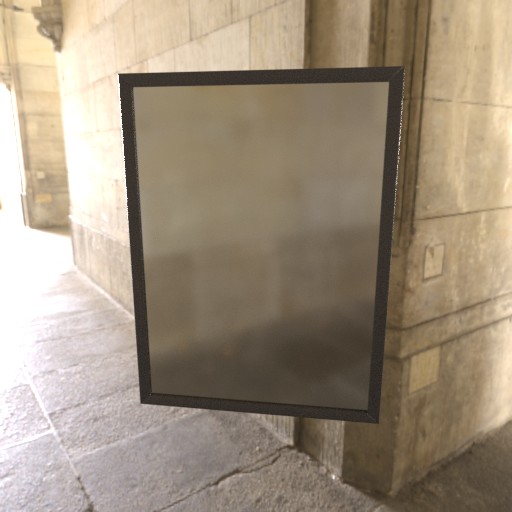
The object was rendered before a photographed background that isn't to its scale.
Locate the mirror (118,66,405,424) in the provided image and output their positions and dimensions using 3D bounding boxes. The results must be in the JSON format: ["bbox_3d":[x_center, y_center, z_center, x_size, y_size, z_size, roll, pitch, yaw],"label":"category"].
[{"bbox_3d":[0.000,0.000,1.303,0.762,1.016,0.040,2,14,8],"label":"mirror"}]
